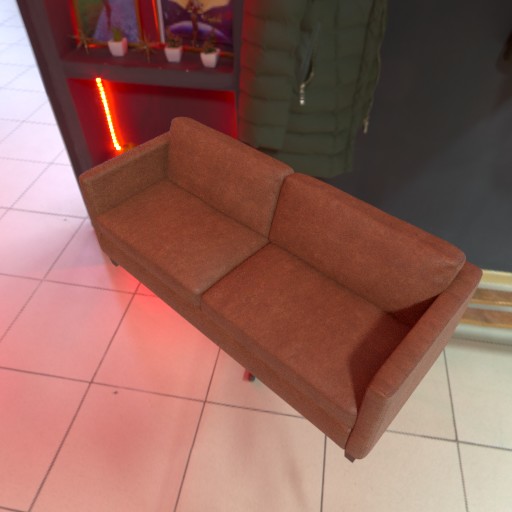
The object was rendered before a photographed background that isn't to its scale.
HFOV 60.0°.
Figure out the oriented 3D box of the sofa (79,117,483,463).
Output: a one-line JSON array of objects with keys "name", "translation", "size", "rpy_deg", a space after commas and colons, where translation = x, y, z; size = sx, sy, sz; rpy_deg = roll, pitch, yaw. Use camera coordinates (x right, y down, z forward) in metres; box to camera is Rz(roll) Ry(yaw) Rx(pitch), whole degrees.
[{"name": "sofa", "translation": [0.000, 0.000, 2.647], "size": [2.204, 0.932, 0.950], "rpy_deg": [33, 53, 29]}]
